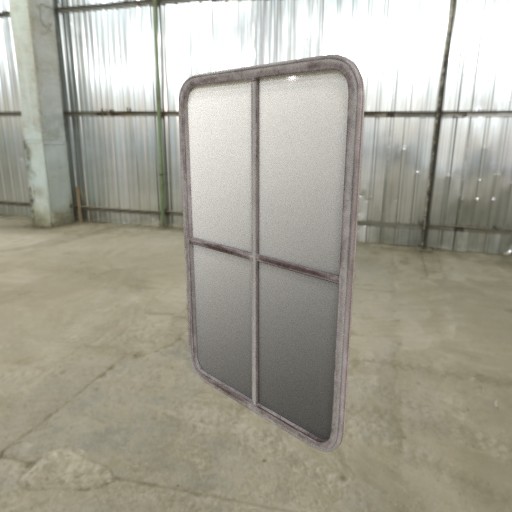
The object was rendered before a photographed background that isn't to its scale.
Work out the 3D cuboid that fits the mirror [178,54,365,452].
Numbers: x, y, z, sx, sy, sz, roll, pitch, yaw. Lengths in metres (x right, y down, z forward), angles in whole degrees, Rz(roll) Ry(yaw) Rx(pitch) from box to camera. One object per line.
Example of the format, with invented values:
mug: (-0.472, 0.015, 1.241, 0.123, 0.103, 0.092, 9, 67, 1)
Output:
mirror: (0.000, 0.000, 0.897, 0.461, 0.713, 0.024, 15, 21, 43)
